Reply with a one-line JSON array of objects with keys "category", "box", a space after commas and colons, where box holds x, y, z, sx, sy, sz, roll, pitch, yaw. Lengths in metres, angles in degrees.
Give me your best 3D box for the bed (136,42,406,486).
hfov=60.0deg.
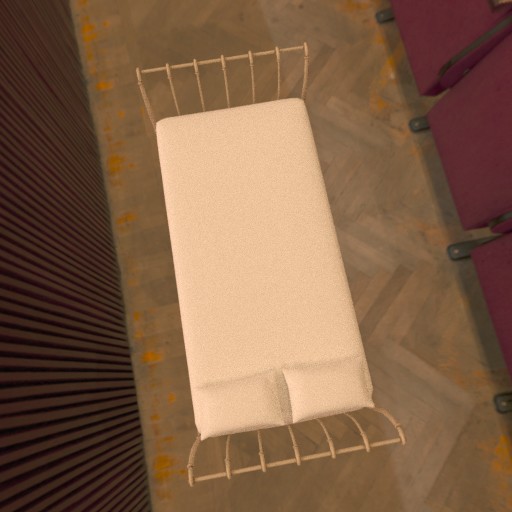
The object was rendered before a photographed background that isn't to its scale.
[{"category": "bed", "box": [0.000, 0.000, 2.696, 1.032, 0.873, 2.228, -10, 75, -3]}]
